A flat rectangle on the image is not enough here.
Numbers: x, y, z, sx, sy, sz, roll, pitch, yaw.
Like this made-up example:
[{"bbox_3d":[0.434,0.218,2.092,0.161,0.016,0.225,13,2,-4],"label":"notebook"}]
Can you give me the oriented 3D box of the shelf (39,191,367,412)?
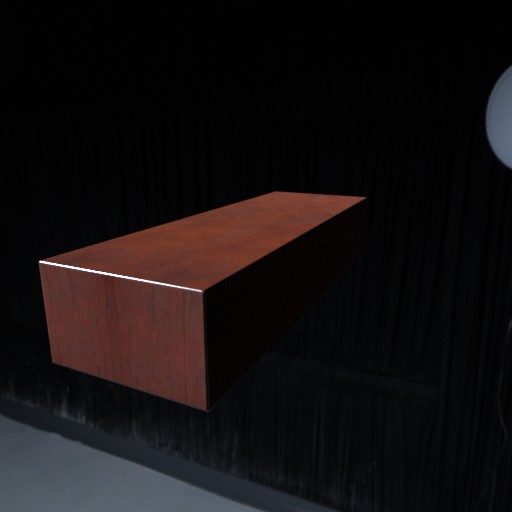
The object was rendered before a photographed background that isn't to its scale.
[{"bbox_3d":[0.000,0.000,0.522,0.152,0.088,0.457,8,17,25],"label":"shelf"}]
